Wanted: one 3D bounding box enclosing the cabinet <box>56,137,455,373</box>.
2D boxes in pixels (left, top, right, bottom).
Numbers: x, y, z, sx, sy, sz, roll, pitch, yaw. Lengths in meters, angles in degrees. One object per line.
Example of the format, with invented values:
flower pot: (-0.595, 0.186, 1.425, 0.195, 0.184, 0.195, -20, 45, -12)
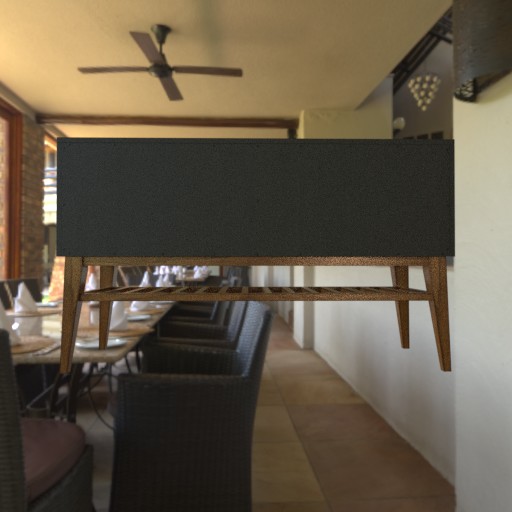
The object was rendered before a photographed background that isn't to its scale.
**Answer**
cabinet: (0.000, 0.000, 1.752, 1.363, 0.802, 0.477, 0, -1, -1)
